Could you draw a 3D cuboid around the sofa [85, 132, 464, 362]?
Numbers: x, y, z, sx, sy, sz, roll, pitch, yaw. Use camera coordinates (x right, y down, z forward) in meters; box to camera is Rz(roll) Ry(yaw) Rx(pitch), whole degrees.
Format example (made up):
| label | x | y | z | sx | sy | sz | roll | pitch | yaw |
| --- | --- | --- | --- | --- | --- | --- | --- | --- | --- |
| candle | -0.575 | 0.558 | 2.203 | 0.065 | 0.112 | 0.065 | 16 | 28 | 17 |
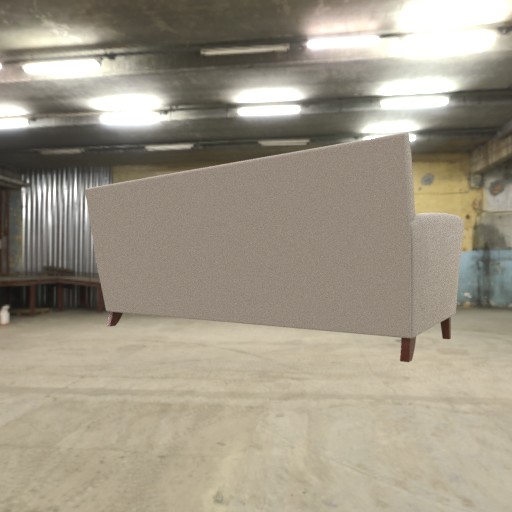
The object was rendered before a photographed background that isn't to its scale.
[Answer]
| label | x | y | z | sx | sy | sz | roll | pitch | yaw |
| --- | --- | --- | --- | --- | --- | --- | --- | --- | --- |
| sofa | 0.000 | 0.000 | 2.453 | 2.000 | 0.846 | 0.875 | -1 | -2 | 35 |
